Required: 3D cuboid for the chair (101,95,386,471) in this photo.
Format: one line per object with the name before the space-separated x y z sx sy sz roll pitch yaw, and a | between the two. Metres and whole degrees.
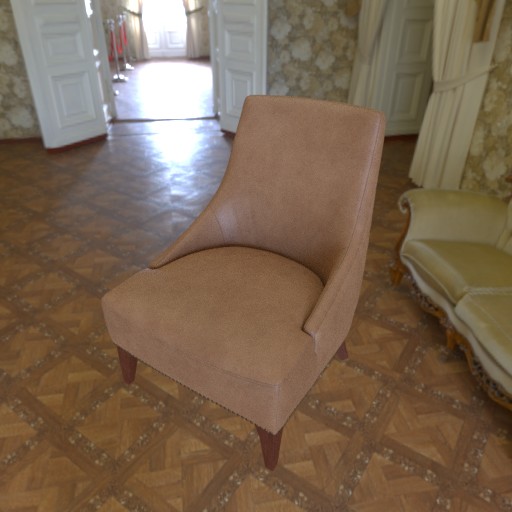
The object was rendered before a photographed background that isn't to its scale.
chair | 0.000 0.000 1.531 0.701 0.909 0.861 19 35 28
